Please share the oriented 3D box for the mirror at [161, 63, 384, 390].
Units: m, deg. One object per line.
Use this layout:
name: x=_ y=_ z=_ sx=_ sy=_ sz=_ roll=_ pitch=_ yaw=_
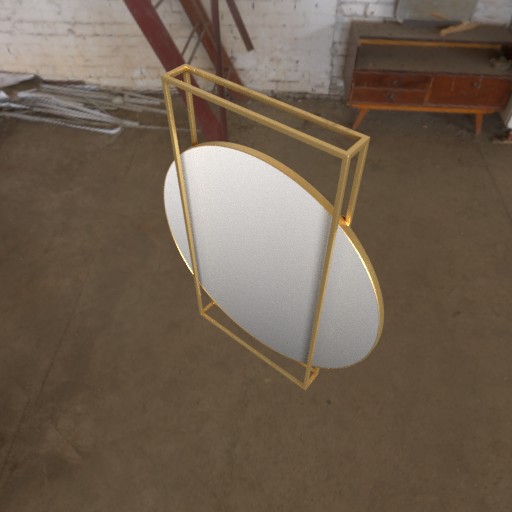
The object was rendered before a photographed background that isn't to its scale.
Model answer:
mirror: x=0.000 y=0.000 z=0.812 sx=0.508 sy=0.603 sz=0.051 roll=31 pitch=55 yaw=25
